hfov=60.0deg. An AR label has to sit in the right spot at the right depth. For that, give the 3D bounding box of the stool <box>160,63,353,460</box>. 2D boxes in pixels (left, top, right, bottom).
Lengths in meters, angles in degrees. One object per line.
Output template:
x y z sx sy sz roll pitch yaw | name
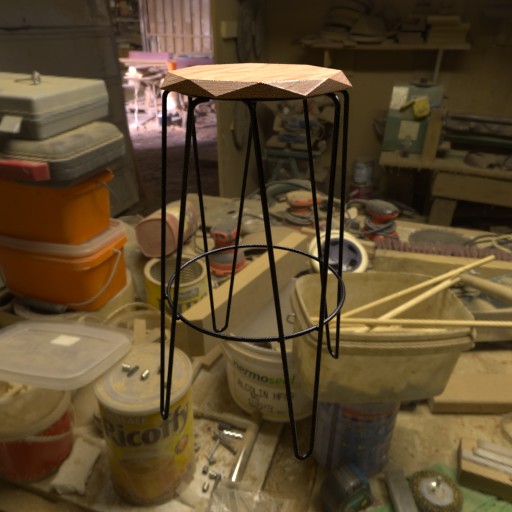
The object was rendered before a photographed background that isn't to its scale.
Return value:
0.000 0.000 0.788 0.326 0.610 0.326 9 30 17 | stool
